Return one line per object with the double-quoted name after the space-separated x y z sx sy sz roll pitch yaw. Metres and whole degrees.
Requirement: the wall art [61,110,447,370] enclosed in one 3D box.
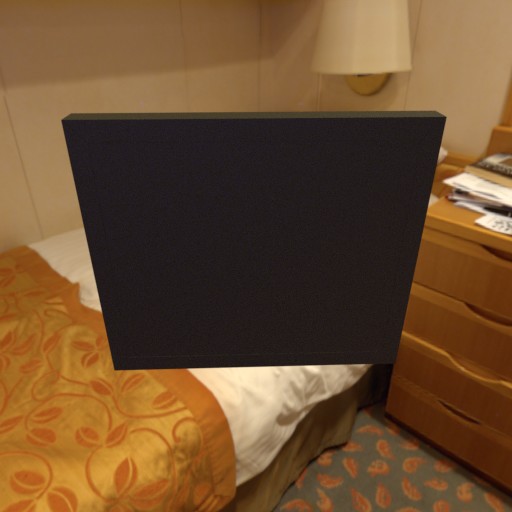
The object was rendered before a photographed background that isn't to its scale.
0.000 0.000 0.532 0.381 0.330 0.029 -1 30 -2 "wall art"
